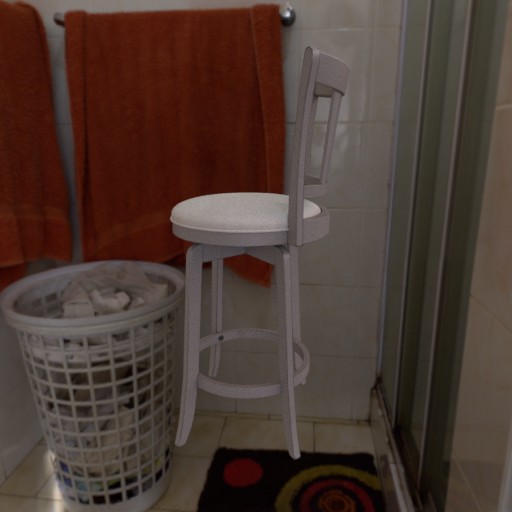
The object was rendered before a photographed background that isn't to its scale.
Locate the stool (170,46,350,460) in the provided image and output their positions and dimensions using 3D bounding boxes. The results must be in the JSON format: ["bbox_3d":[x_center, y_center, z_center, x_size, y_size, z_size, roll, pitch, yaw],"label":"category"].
[{"bbox_3d":[0.000,0.000,1.271,0.475,1.023,0.436,2,16,8],"label":"stool"}]
